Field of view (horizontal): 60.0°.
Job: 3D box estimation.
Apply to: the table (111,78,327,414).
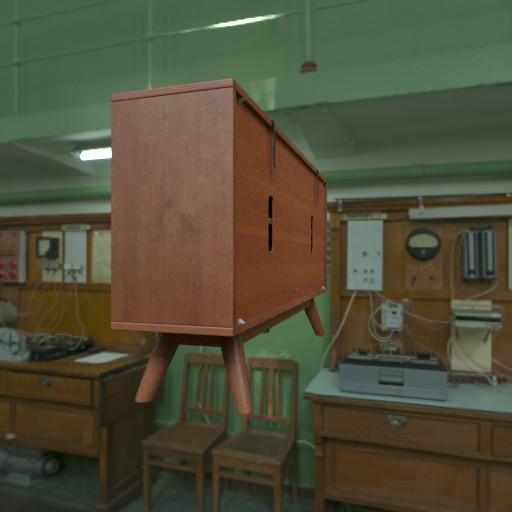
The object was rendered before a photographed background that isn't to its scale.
[{"bbox_3d":[0.000,0.000,1.494,0.308,0.698,1.220,0,0,18],"label":"table"}]
